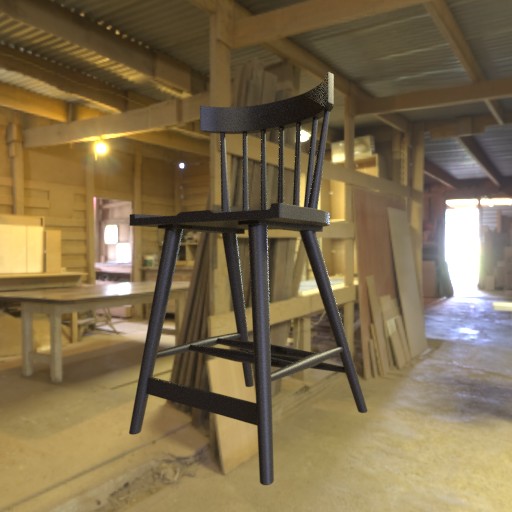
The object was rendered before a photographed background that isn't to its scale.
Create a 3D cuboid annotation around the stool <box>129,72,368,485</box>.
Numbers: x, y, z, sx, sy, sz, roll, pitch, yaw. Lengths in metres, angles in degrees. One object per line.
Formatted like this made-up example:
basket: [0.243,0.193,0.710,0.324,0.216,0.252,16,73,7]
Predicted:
stool: [0.000,0.000,1.274,0.494,0.953,0.549,0,1,36]
